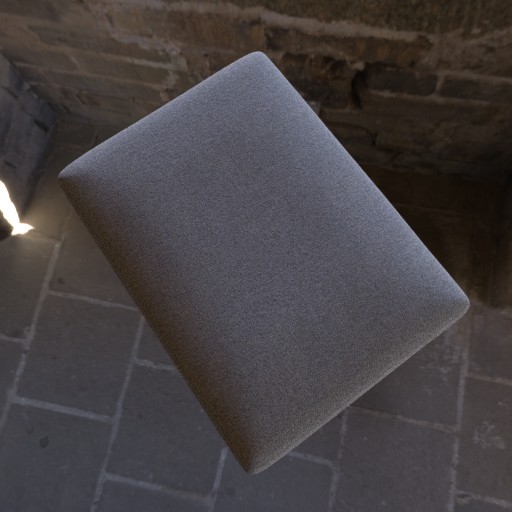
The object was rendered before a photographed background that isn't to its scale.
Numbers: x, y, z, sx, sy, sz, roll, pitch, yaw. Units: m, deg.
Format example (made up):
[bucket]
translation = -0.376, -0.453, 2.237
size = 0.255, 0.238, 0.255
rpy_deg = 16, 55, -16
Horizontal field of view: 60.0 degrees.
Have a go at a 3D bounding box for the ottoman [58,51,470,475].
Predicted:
[ottoman]
translation = 0.000, 0.000, 1.170
size = 0.611, 0.441, 0.821
rpy_deg = -35, 78, -8
